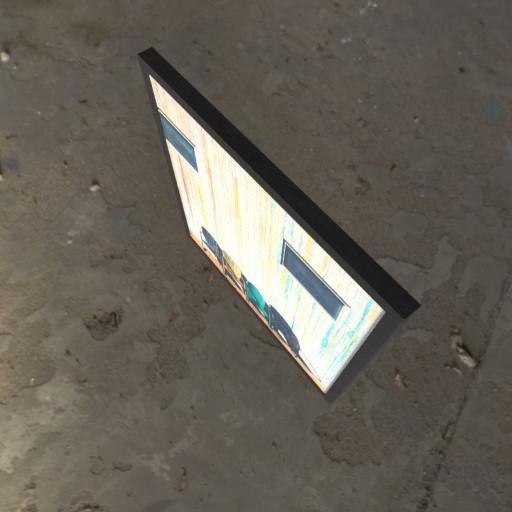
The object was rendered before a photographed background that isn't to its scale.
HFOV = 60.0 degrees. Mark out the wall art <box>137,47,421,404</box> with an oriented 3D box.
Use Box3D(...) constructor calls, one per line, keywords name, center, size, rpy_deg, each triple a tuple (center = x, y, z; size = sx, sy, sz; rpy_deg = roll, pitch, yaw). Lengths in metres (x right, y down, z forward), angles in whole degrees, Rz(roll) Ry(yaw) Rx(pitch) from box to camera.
Box3D(name="wall art", center=(0.000, 0.000, 1.148), size=(0.039, 0.763, 0.763), rpy_deg=(-35, 68, -17))
